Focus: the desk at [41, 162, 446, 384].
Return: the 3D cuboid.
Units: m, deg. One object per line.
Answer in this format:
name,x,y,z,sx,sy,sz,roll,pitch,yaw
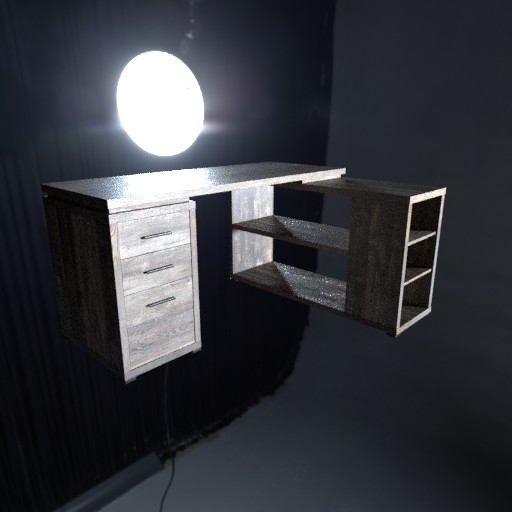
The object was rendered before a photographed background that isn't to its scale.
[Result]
desk,0.000,0.000,2.211,1.200,0.753,1.524,16,23,42
